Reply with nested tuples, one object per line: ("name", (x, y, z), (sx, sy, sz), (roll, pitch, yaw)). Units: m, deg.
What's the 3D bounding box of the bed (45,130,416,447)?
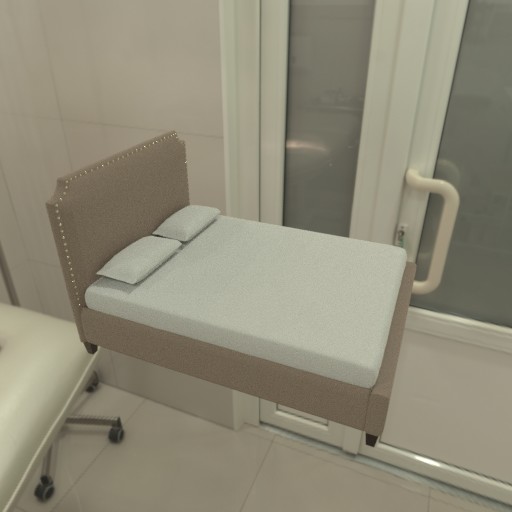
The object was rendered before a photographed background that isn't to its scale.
("bed", (0.000, 0.000, 3.494), (2.372, 1.443, 1.713), (12, 31, 20))
